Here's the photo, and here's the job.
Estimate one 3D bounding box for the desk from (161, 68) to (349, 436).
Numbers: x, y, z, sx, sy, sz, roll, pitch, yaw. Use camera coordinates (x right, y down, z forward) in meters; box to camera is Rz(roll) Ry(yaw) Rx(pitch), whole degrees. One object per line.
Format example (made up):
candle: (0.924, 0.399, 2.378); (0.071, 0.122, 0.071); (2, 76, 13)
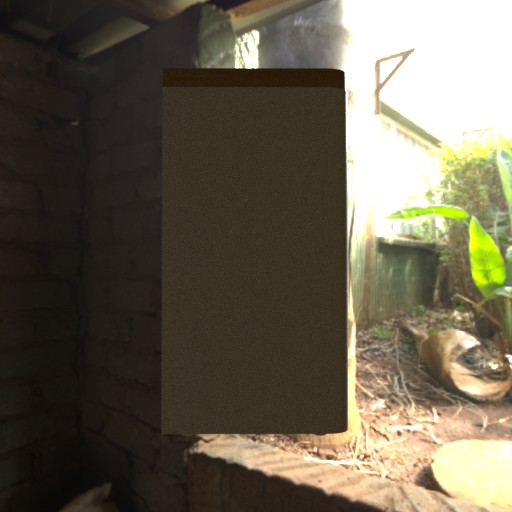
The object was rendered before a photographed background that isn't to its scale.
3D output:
desk: (0.000, 0.000, 1.462); (0.390, 0.760, 1.100); (0, -1, 0)
